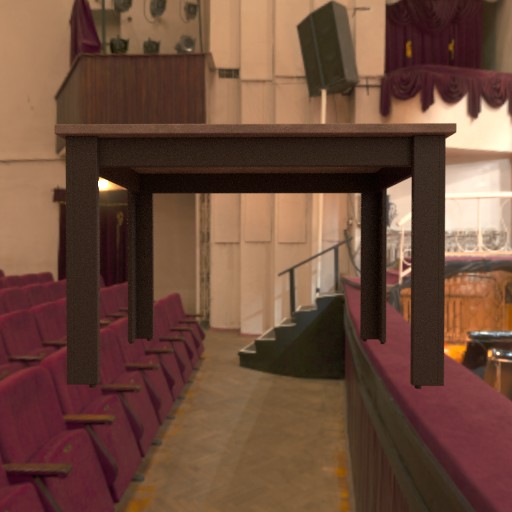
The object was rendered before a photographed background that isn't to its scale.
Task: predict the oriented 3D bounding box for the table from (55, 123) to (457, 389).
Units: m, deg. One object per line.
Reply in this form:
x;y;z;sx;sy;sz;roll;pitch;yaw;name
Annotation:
0.000;0.000;1.566;1.100;0.734;0.700;0;1;1;table
